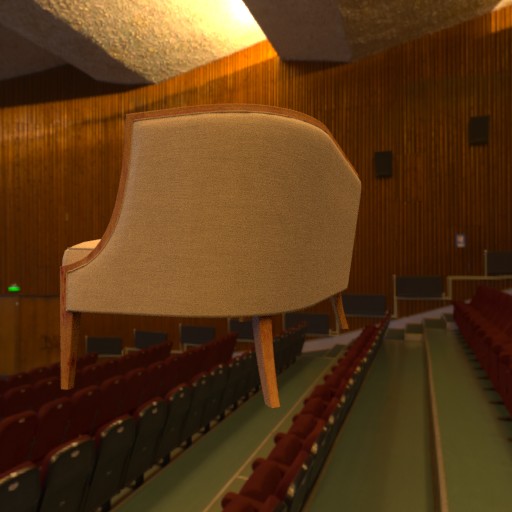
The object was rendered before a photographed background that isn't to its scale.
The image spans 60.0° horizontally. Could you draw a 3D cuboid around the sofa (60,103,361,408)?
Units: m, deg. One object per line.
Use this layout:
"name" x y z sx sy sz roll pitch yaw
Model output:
"sofa" 0.000 0.000 1.852 0.770 0.775 1.474 0 0 19
